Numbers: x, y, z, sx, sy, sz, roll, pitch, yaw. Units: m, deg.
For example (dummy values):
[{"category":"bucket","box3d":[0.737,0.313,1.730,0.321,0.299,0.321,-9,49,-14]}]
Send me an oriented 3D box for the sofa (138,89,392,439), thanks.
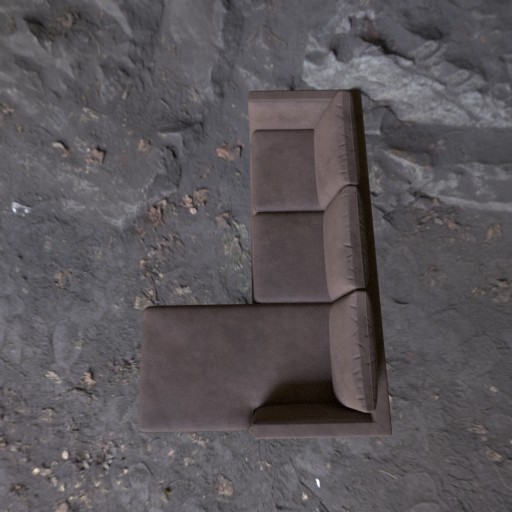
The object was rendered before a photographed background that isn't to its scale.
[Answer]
[{"category":"sofa","box3d":[0.000,0.000,3.243,1.622,0.987,2.438,-1,75,0]}]
